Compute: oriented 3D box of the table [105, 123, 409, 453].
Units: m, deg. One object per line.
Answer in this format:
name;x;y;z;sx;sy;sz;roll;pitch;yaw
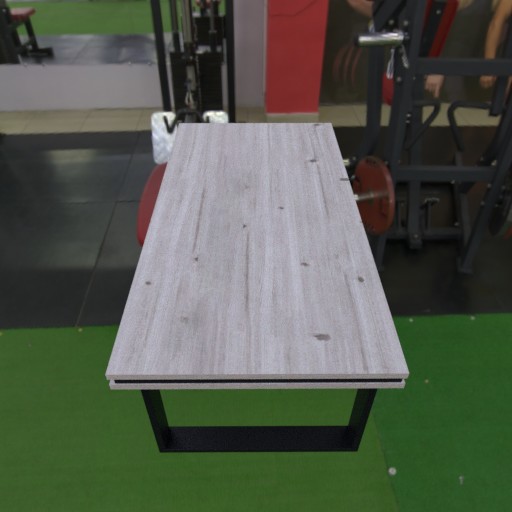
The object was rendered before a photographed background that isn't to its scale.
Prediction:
table;0.000;0.000;1.678;0.700;0.450;1.350;0;41;0
